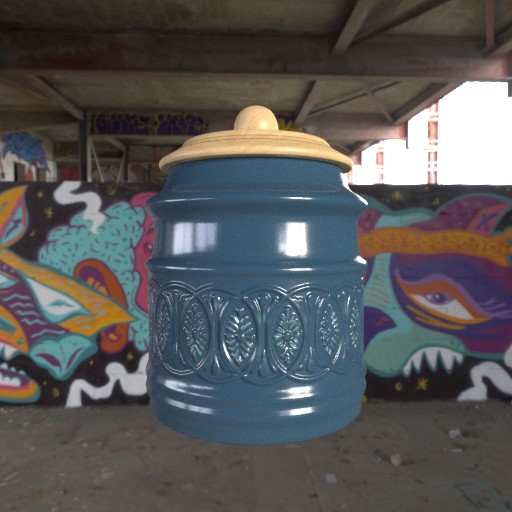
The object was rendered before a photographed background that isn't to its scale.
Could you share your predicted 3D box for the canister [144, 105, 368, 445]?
[{"bbox_3d":[0.000,0.000,0.266,0.130,0.176,0.130,0,2,0],"label":"canister"}]
